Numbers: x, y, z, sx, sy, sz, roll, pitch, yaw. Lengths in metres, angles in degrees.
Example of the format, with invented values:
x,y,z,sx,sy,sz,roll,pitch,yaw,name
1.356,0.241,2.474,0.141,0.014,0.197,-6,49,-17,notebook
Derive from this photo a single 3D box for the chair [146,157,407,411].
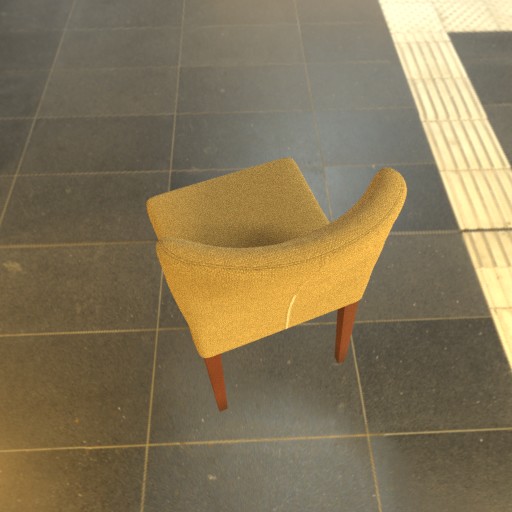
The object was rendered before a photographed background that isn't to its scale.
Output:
x,y,z,sx,sy,sz,roll,pitch,yaw,name
0.000,0.000,1.199,0.491,0.839,0.589,-19,59,-12,chair
